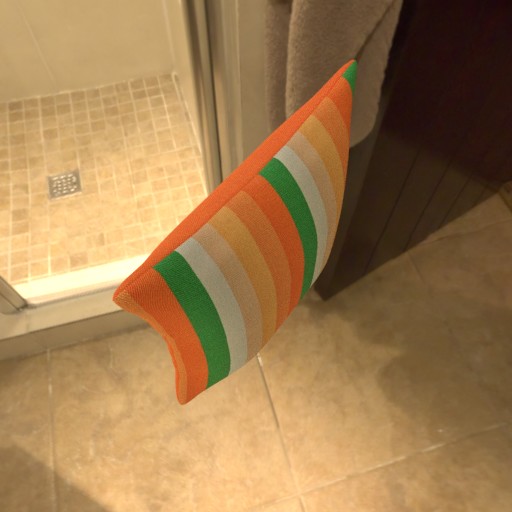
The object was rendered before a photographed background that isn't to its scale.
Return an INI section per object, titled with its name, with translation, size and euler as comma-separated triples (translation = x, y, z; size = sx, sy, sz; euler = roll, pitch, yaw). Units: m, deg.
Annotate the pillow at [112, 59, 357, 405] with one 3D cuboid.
[pillow]
translation = 0.000, 0.000, 0.703
size = 0.169, 0.444, 0.453
euler = 33, 64, 18
